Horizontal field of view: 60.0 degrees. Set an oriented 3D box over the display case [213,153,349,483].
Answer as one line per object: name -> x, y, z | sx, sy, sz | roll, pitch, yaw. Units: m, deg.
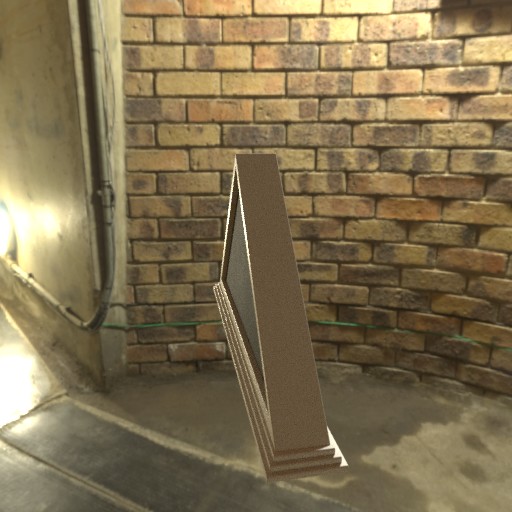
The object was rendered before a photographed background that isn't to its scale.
display case -> 0.000, 0.000, 0.754 | 0.095, 0.340, 0.640 | -3, 16, -10
